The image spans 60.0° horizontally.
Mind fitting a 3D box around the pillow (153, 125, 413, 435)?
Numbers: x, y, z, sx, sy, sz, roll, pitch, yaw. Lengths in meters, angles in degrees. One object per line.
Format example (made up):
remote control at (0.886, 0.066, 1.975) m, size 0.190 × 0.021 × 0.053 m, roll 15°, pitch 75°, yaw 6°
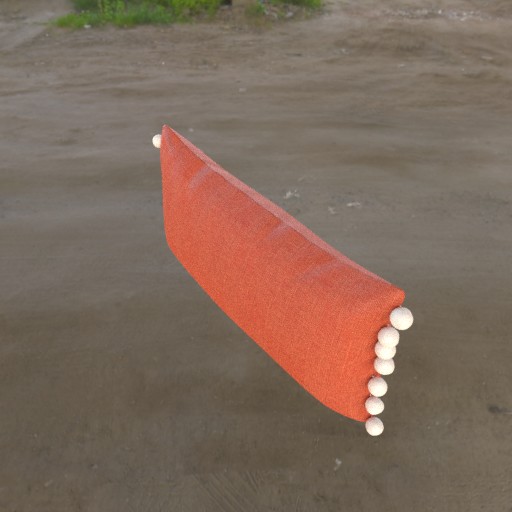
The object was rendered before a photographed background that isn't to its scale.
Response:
pillow at (0.000, 0.000, 0.864) m, size 0.201 × 0.322 × 0.709 m, roll -25°, pitch 45°, yaw -28°
